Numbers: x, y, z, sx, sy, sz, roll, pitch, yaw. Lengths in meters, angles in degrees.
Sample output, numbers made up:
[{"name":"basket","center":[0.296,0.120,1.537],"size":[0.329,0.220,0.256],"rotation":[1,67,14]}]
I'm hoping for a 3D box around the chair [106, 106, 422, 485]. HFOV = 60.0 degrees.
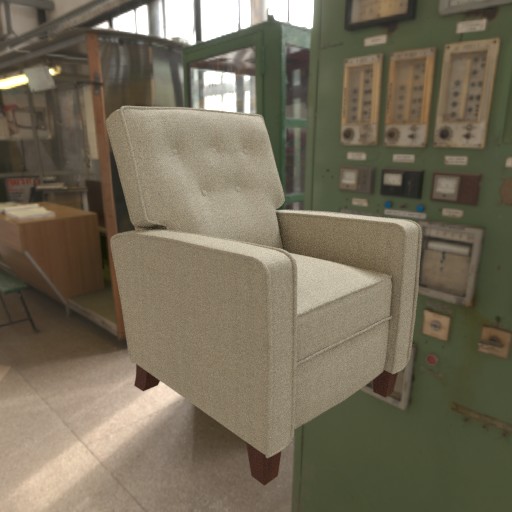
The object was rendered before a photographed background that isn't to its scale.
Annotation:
[{"name":"chair","center":[0.000,0.000,1.363],"size":[0.648,0.888,0.754],"rotation":[-13,19,-42]}]
